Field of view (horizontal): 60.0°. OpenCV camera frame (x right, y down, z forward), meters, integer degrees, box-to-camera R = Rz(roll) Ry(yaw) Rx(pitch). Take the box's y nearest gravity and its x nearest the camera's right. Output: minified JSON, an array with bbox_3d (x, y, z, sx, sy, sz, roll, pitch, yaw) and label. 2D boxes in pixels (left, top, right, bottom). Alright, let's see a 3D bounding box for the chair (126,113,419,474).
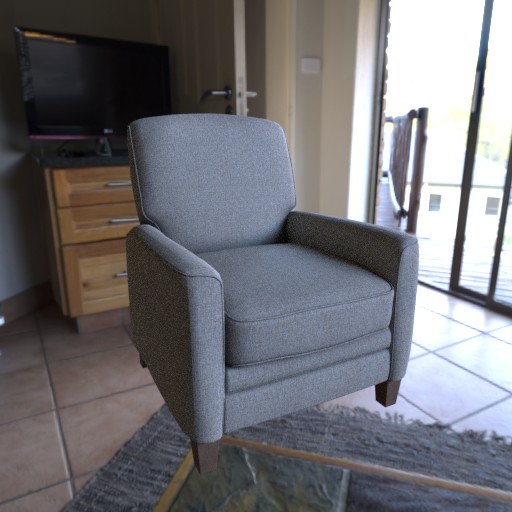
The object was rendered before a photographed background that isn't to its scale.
[{"bbox_3d":[0.000,0.000,1.606,0.848,1.014,0.864,-8,17,-26],"label":"chair"}]
